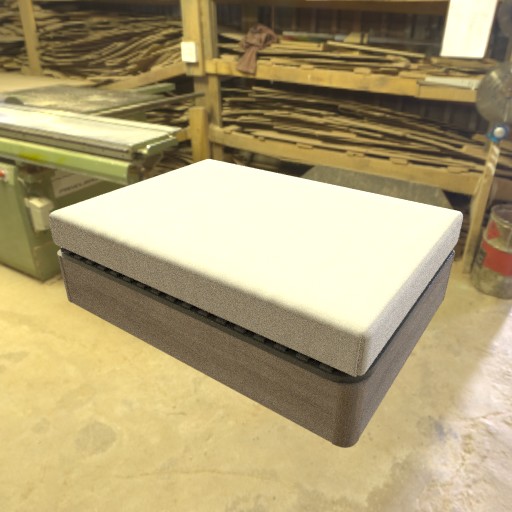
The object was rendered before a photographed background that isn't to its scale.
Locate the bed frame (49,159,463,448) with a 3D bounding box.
[{"bbox_3d":[0.000,0.000,2.589,1.900,0.561,1.400,18,33,31],"label":"bed frame"}]
